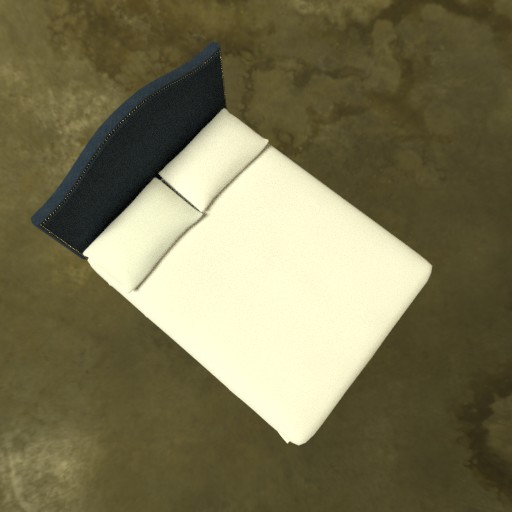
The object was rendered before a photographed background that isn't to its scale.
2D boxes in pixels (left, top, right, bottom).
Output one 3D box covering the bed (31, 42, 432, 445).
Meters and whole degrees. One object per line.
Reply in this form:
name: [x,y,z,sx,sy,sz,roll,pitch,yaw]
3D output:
bed: [0.000,0.000,3.116,2.153,1.518,1.713,39,78,10]
